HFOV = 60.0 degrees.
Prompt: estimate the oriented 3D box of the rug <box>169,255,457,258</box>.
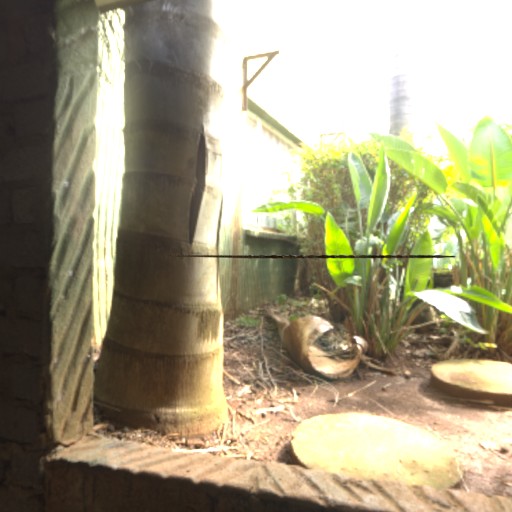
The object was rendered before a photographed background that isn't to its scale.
[{"bbox_3d":[0.000,0.000,2.646,0.769,0.013,2.440,0,0,-17],"label":"rug"}]
